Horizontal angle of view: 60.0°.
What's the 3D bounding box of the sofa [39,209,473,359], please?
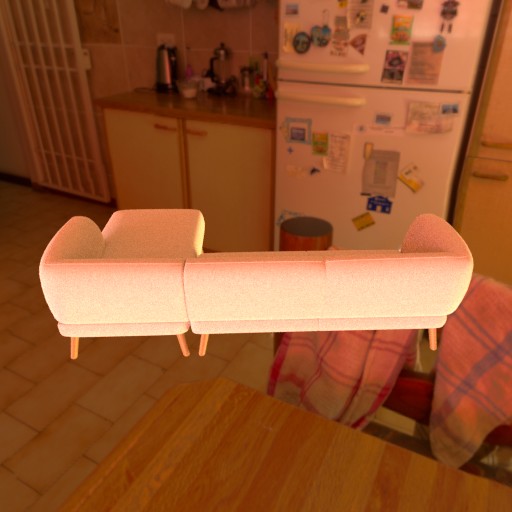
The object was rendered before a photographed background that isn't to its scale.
[{"bbox_3d":[0.000,0.000,3.340,2.660,0.730,1.610,-1,29,-2],"label":"sofa"}]
